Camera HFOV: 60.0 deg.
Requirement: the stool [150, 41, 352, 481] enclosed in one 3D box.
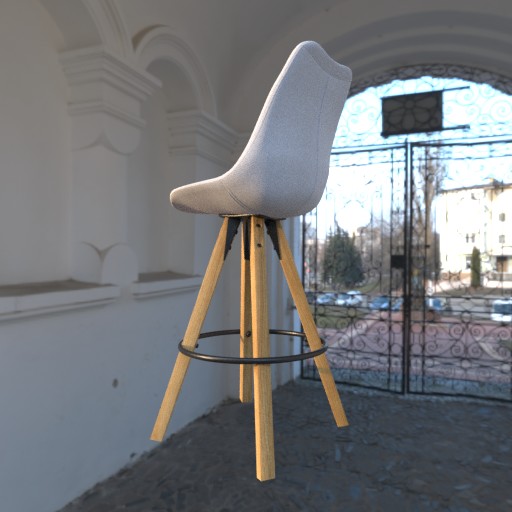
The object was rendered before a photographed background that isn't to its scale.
[{"bbox_3d":[0.000,0.000,1.394,0.550,1.115,0.484,0,0,37],"label":"stool"}]
